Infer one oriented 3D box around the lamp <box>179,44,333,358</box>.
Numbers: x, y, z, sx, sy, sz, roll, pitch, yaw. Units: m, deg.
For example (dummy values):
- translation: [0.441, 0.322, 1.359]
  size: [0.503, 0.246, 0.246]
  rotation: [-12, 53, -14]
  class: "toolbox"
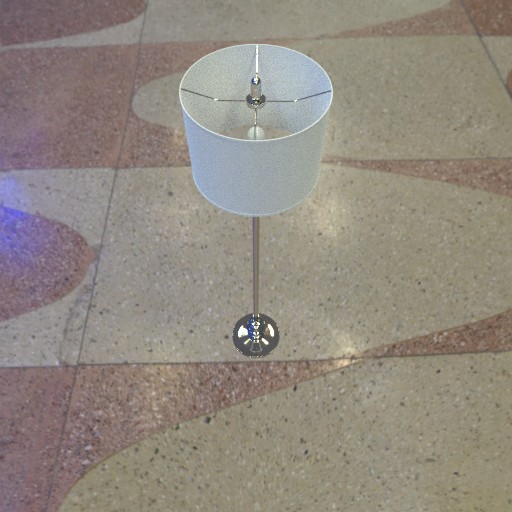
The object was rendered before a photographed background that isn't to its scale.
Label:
- translation: [0.000, 0.000, 1.634]
  size: [0.356, 1.487, 0.356]
  rotation: [1, 57, 1]
  class: "lamp"
